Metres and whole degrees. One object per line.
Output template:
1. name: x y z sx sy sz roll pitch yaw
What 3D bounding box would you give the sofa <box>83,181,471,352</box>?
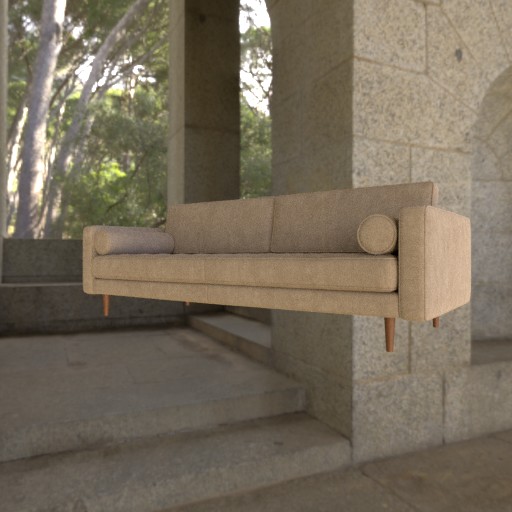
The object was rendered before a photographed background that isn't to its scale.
1. sofa: 0.000 0.000 2.628 2.200 0.770 0.919 0 0 35
